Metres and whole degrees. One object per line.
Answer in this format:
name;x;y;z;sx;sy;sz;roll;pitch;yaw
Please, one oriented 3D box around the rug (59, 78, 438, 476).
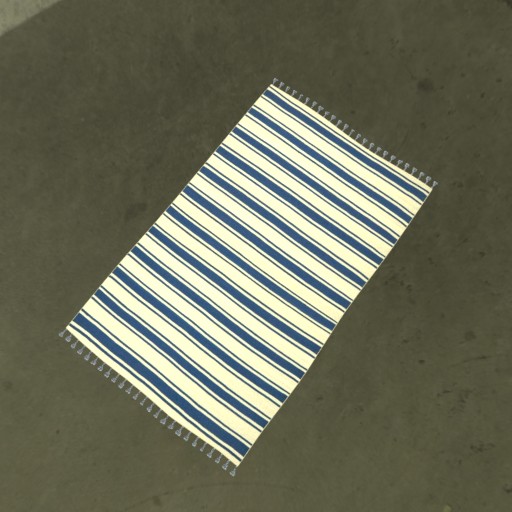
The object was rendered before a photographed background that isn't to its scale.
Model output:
rug;0.000;0.000;2.628;1.248;0.009;2.108;36;79;8
